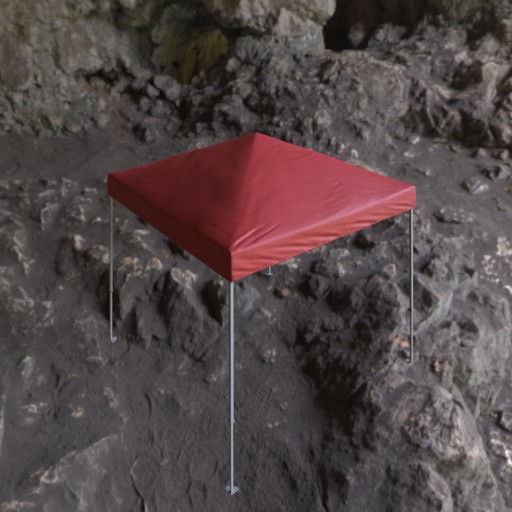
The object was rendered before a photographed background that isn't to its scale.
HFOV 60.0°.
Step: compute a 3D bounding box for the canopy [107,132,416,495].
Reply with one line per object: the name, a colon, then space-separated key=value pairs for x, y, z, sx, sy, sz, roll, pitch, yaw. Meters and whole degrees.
canopy: x=0.000 y=0.000 z=5.162 sx=2.849 sy=2.849 sz=2.848 roll=-21 pitch=35 yaw=-33
